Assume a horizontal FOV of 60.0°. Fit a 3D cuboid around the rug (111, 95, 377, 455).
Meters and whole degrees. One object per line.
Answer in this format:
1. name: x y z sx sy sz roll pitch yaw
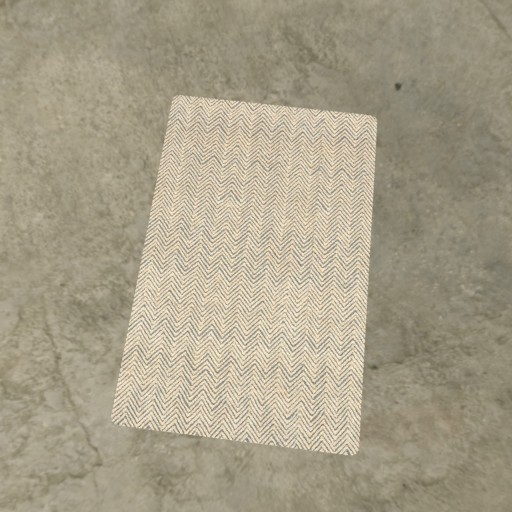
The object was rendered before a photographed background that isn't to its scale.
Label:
1. rug: 0.000 0.000 2.247 1.144 0.008 1.752 7 75 2
